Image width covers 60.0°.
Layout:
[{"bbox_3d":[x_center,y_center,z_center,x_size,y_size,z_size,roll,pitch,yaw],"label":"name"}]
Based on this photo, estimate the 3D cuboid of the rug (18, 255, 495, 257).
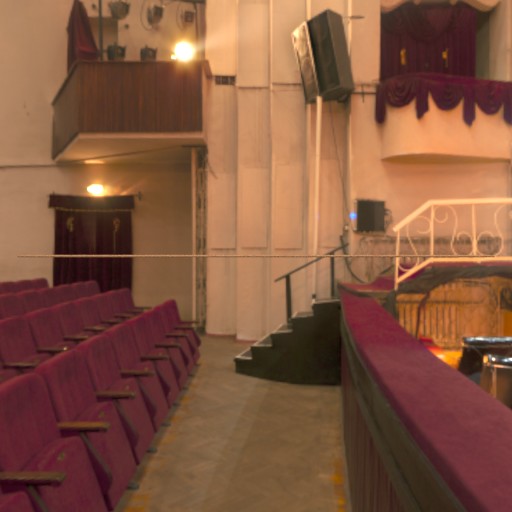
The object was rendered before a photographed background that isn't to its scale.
[{"bbox_3d":[0.000,0.000,2.367,2.196,0.011,0.662,0,0,0],"label":"rug"}]
